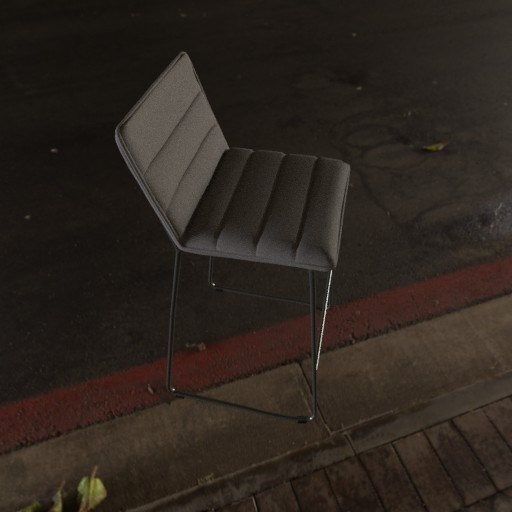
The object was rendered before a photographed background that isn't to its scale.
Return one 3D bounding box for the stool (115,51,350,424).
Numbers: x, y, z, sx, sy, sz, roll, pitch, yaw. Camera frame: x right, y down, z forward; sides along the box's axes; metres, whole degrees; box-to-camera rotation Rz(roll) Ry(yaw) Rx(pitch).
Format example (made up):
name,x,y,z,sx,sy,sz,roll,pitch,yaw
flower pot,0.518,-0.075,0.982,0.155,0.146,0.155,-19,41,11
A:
name,x,y,z,sx,sy,sz,roll,pitch,yaw
stool,0.000,0.000,1.252,0.490,0.960,0.490,9,47,9
